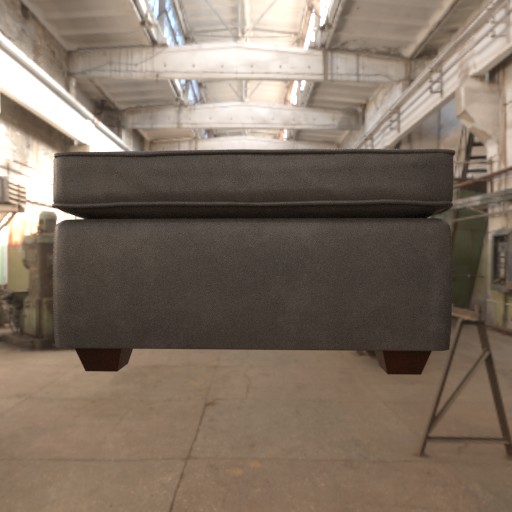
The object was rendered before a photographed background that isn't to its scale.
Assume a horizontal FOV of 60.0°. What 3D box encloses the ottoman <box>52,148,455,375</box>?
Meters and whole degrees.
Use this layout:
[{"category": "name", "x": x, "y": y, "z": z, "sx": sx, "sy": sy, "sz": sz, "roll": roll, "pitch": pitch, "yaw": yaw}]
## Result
[{"category": "ottoman", "x": 0.000, "y": 0.000, "z": 1.069, "sx": 0.756, "sy": 0.445, "sz": 0.554, "roll": 0, "pitch": 0, "yaw": 2}]
